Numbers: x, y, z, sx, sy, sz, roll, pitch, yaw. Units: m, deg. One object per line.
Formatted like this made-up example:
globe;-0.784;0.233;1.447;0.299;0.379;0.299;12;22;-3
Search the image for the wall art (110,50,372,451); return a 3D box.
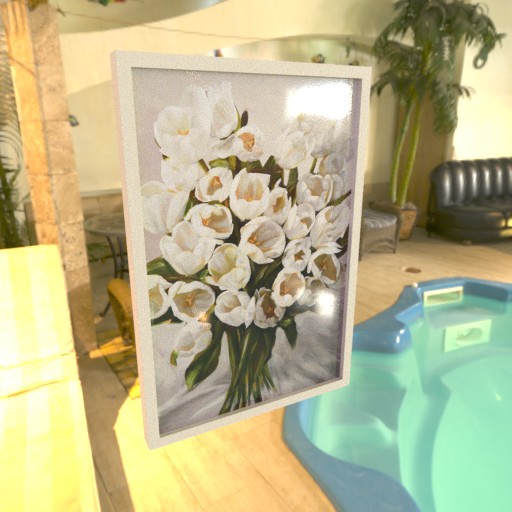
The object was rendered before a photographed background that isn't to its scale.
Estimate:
wall art;0.000;0.000;0.528;0.293;0.428;0.025;-9;19;-26
